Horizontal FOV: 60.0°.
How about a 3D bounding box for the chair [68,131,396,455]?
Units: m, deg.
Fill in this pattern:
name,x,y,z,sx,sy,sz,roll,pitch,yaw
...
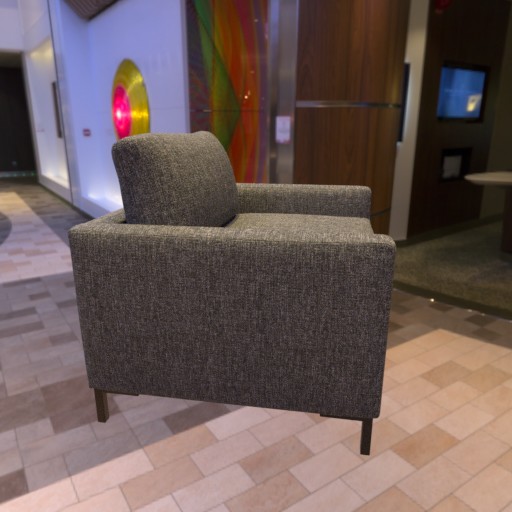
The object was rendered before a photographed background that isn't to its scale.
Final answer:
name,x,y,z,sx,sy,sz,roll,pitch,yaw
chair,0.000,0.000,1.591,0.866,0.861,0.963,3,17,10
